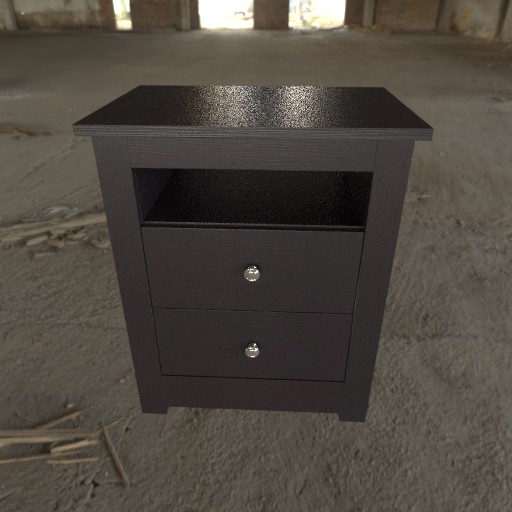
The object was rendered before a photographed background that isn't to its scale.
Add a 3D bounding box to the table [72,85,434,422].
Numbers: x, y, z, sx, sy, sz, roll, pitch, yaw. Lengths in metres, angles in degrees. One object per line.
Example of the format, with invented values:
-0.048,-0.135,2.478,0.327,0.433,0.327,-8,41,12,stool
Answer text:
0.000,0.000,1.069,0.589,0.711,0.408,1,30,2,table
